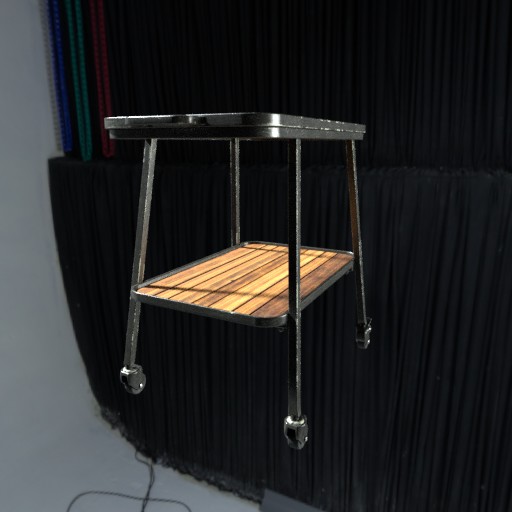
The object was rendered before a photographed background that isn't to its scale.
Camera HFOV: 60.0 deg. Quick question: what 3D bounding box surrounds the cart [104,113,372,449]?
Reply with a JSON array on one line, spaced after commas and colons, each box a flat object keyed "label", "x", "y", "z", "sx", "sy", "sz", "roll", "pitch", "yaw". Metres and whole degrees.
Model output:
[{"label": "cart", "x": 0.000, "y": 0.000, "z": 1.214, "sx": 0.515, "sy": 0.700, "sz": 0.806, "roll": 7, "pitch": 16, "yaw": 27}]
